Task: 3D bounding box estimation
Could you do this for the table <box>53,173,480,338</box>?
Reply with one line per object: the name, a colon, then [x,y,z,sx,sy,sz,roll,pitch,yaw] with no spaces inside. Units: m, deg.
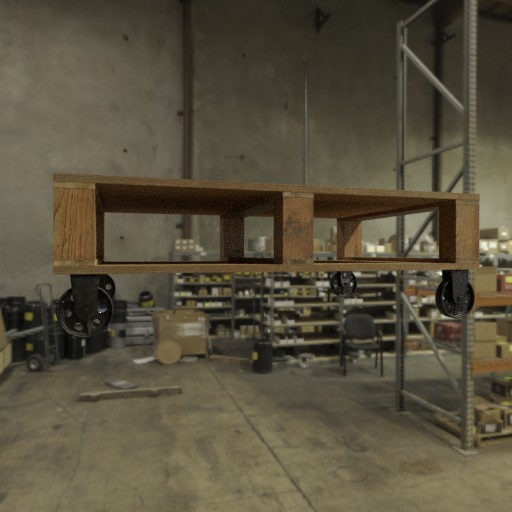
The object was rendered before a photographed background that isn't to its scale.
table: [0.000,0.000,1.675,1.299,0.413,0.827,0,0,-17]
